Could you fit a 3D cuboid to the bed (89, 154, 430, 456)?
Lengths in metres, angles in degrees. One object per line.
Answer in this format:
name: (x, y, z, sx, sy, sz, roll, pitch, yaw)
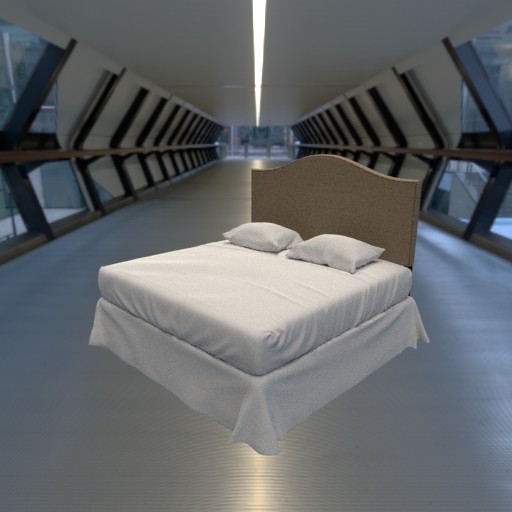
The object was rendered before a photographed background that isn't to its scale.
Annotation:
bed: (0.000, 0.000, 3.825, 2.311, 1.651, 2.222, 14, 21, 43)
